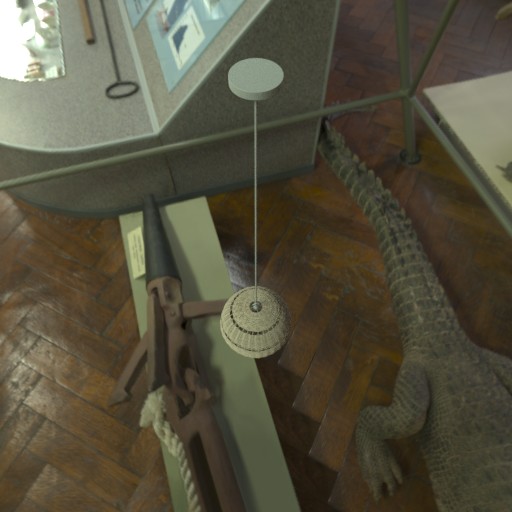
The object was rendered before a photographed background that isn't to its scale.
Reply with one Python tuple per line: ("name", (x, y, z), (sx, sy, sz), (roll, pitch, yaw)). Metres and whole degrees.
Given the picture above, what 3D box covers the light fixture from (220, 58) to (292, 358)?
("light fixture", (0.000, 0.000, 2.181), (0.457, 2.019, 0.457), (-15, 59, -9))
